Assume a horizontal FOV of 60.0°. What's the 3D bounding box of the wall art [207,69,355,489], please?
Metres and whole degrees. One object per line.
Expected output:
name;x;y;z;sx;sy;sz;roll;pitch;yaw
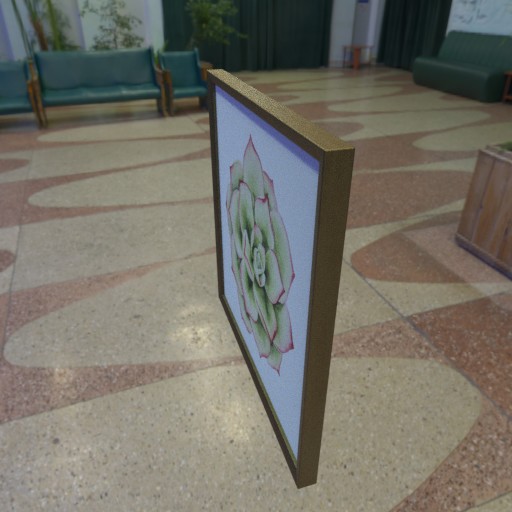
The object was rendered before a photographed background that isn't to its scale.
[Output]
wall art;0.000;0.000;0.731;0.031;0.506;0.503;-9;32;-15
